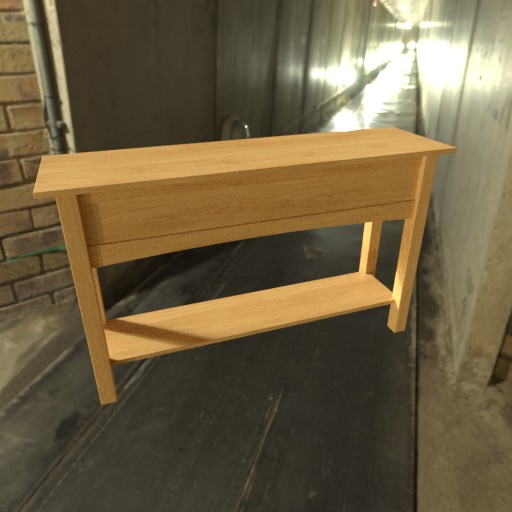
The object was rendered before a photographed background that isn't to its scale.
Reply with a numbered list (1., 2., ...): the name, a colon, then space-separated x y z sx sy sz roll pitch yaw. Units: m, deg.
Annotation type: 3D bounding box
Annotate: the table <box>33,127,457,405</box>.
1. table: 0.000 0.000 1.541 1.240 0.730 0.350 -9 29 -17
